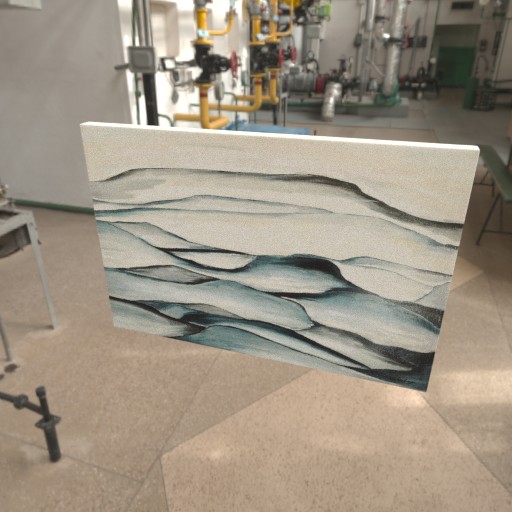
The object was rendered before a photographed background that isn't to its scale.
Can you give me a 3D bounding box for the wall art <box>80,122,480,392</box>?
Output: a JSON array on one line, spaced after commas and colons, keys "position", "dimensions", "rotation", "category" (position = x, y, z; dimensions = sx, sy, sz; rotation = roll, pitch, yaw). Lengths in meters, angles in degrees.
[{"position": [0.000, 0.000, 1.124], "dimensions": [0.914, 0.609, 0.039], "rotation": [8, 27, 16], "category": "wall art"}]
